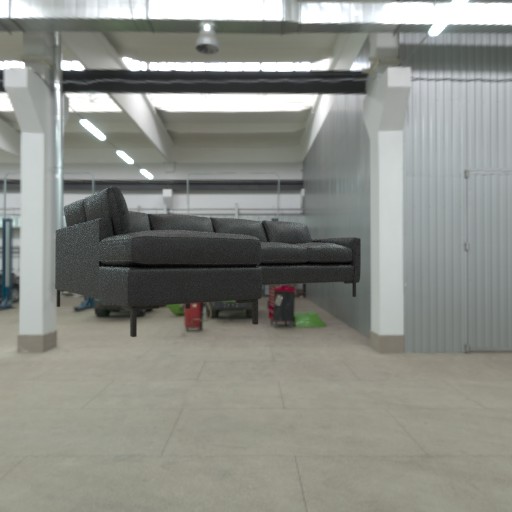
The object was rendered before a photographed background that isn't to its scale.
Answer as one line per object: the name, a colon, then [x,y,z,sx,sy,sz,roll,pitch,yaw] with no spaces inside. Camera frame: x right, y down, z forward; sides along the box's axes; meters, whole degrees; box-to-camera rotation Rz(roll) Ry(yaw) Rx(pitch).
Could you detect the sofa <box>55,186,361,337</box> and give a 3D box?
sofa: [0.000,0.000,3.916,2.984,0.877,1.938,0,-1,-36]
